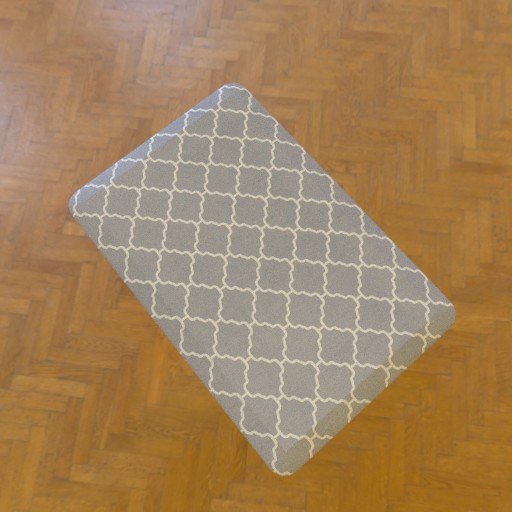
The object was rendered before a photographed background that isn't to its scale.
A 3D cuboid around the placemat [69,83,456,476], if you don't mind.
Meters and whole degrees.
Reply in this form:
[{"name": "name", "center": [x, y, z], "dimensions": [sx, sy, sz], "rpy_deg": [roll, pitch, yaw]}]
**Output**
[{"name": "placemat", "center": [0.000, 0.000, 0.965], "dimensions": [0.508, 0.021, 0.762], "rpy_deg": [-39, 79, -9]}]
